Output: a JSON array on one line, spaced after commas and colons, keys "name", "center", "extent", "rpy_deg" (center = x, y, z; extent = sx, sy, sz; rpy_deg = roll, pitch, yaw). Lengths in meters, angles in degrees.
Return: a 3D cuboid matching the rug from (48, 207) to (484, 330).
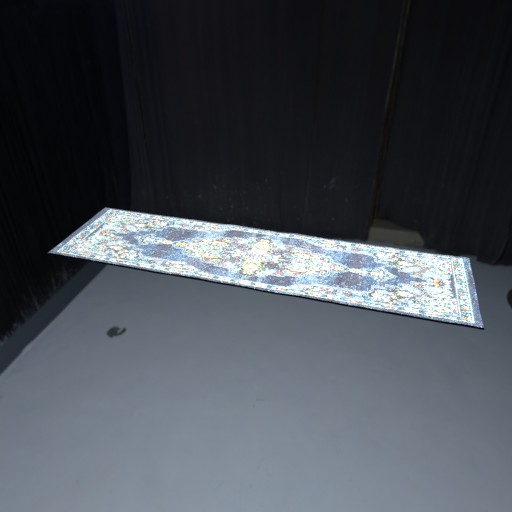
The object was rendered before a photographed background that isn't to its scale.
[{"name": "rug", "center": [0.000, 0.000, 2.470], "extent": [2.283, 0.016, 0.602], "rpy_deg": [9, 34, 13]}]
